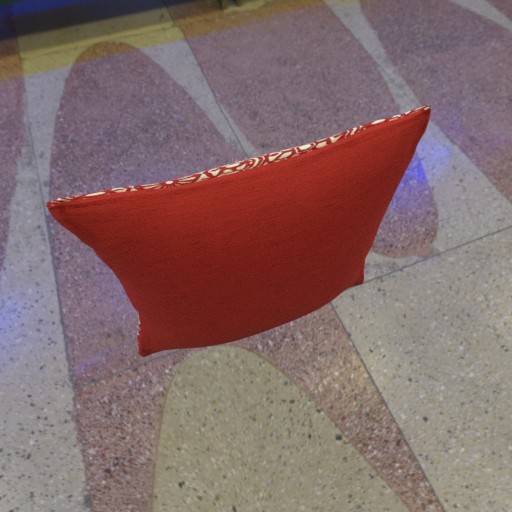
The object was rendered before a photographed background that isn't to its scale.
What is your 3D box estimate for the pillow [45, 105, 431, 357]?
[{"bbox_3d":[0.000,0.000,0.648,0.438,0.419,0.162,-17,59,-10],"label":"pillow"}]
